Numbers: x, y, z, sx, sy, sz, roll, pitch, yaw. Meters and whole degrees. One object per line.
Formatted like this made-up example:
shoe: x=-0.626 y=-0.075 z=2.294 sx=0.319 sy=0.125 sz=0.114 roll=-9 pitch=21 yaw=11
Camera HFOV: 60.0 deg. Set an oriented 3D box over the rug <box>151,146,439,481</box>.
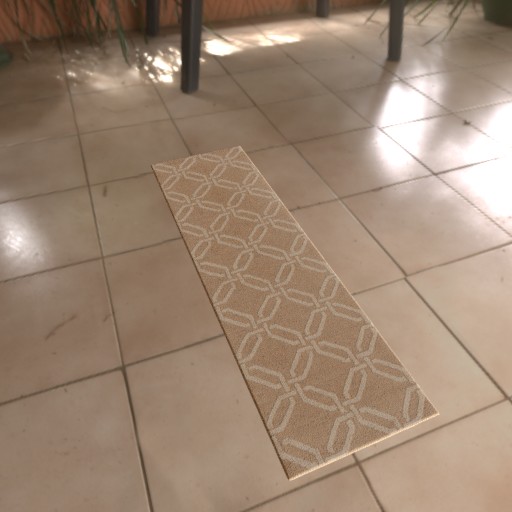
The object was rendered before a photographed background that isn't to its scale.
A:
rug: x=0.000 y=0.000 z=2.464 sx=0.678 sy=0.014 sz=2.276 roll=-16 pitch=46 yaw=-16
